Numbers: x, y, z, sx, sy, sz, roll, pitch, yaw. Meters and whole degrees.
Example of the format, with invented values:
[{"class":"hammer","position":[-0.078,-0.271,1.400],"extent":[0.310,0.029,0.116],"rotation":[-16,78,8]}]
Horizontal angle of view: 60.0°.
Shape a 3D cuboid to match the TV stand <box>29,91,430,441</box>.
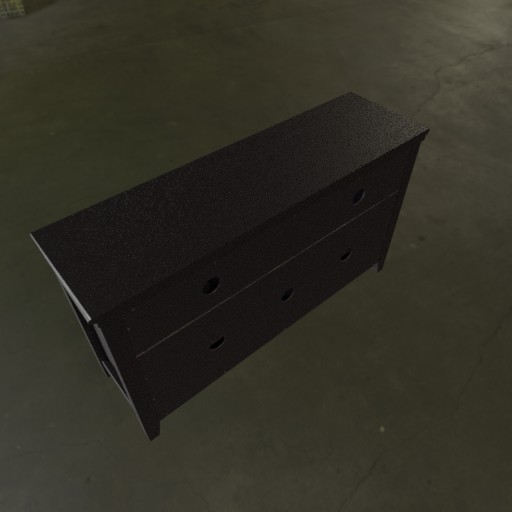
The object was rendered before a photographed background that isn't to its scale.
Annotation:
[{"class":"TV stand","position":[0.000,0.000,1.519],"extent":[1.198,0.681,0.347],"rotation":[-31,53,-27]}]
